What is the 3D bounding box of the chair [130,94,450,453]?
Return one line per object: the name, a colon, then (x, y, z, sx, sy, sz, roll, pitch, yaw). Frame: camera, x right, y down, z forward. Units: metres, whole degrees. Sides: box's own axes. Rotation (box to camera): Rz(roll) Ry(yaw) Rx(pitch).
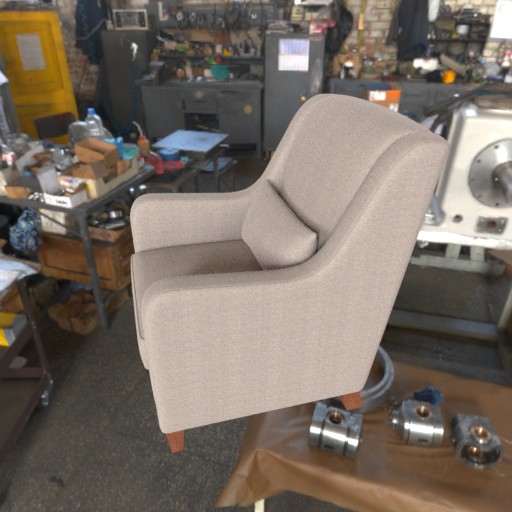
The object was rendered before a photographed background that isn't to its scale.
chair: (0.000, 0.000, 1.598, 0.890, 1.017, 0.715, -8, 31, -14)
